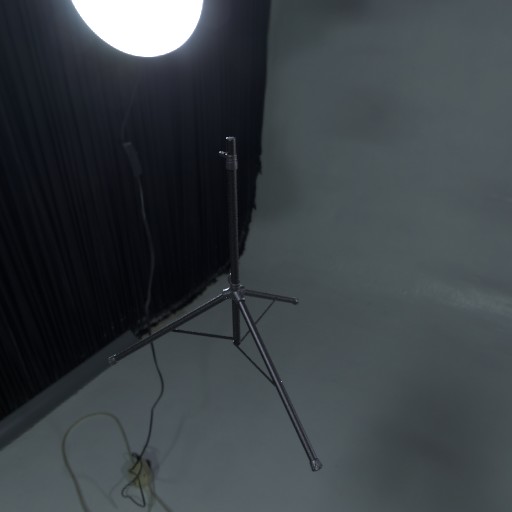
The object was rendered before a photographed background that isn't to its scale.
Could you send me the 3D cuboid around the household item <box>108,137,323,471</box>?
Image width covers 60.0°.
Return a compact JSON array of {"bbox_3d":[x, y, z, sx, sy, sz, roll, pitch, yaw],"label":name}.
[{"bbox_3d":[0.000,0.000,2.786,1.596,1.595,1.339,18,35,27],"label":"household item"}]
